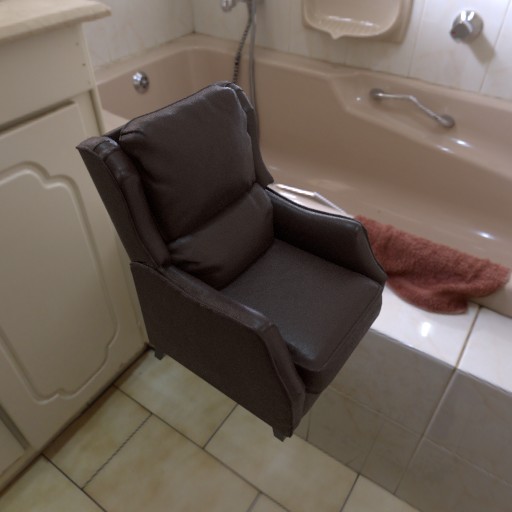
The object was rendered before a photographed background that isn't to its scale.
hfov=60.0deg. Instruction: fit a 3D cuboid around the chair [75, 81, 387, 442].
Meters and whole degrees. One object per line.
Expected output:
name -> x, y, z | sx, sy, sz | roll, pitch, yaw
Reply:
chair -> 0.000, 0.000, 1.805 | 0.982, 1.132, 0.770 | 26, 47, 27
